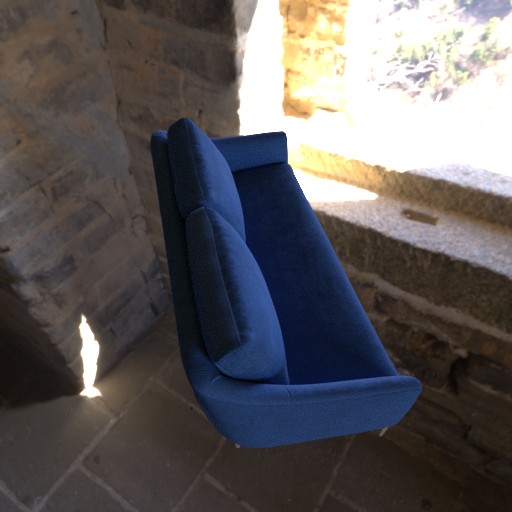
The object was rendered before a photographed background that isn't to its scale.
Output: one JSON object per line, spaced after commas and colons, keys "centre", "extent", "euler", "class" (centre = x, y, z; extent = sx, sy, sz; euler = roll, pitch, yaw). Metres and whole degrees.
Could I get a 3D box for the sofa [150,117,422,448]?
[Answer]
{"centre": [0.000, 0.000, 2.515], "extent": [0.960, 0.903, 2.036], "euler": [-10, 47, -9], "class": "sofa"}
